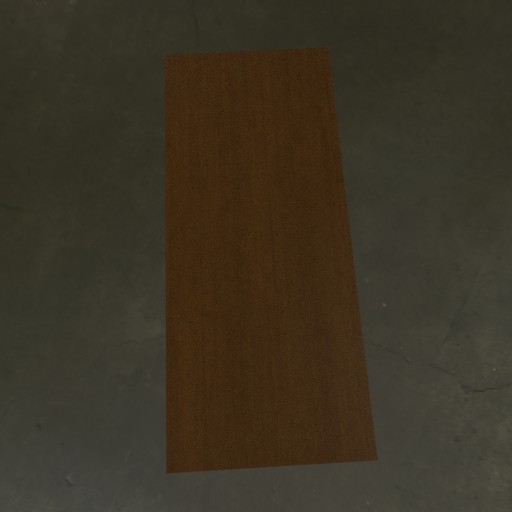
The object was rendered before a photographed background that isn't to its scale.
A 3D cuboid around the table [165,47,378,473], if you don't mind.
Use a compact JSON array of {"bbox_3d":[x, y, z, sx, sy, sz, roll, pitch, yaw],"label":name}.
[{"bbox_3d":[0.000,0.000,1.374,0.490,0.464,1.119,-3,75,-1],"label":"table"}]
